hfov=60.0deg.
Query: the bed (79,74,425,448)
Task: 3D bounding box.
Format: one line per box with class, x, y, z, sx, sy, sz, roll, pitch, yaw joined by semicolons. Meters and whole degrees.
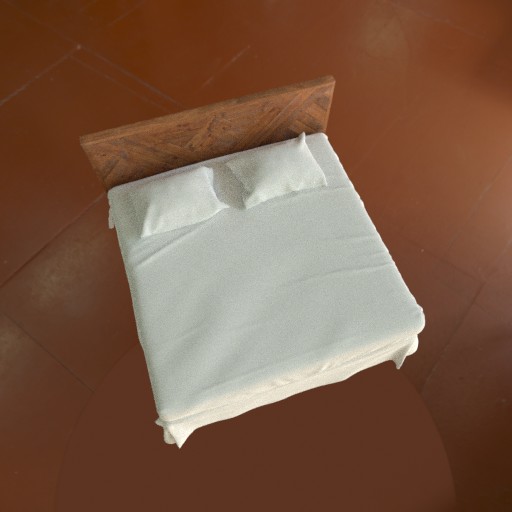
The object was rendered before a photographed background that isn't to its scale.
bed;0.000;0.000;3.442;2.255;1.158;2.165;-17;64;-8
